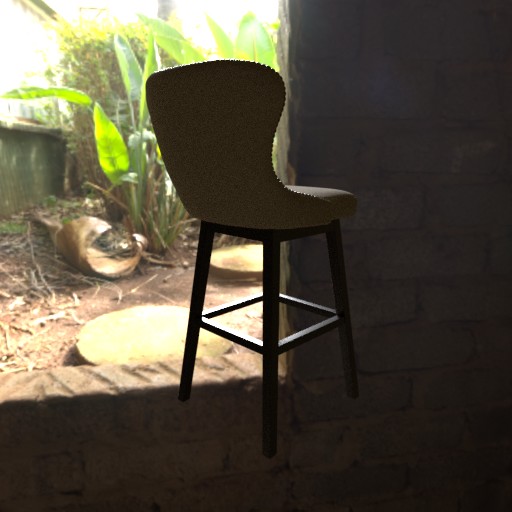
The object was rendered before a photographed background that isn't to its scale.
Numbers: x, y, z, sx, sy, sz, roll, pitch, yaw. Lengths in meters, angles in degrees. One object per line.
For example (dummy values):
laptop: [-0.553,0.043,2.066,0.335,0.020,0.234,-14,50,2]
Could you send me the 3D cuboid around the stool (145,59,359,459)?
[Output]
stool: [0.000,0.000,1.419,0.528,1.066,0.605,13,18,43]
